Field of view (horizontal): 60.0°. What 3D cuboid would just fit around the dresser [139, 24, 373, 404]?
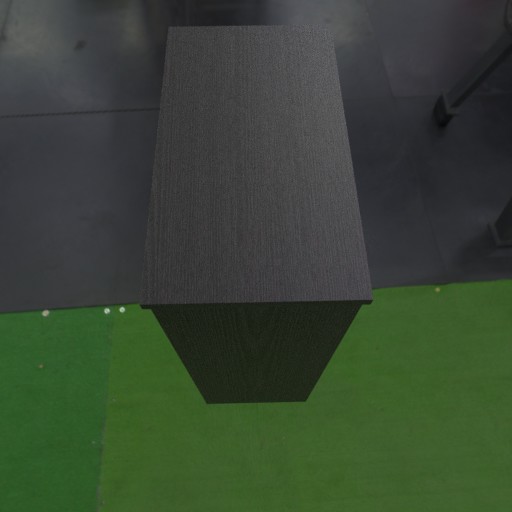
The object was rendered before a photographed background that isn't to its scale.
[{"bbox_3d":[0.000,0.000,1.343,0.399,1.020,0.704,-1,62,-1],"label":"dresser"}]
